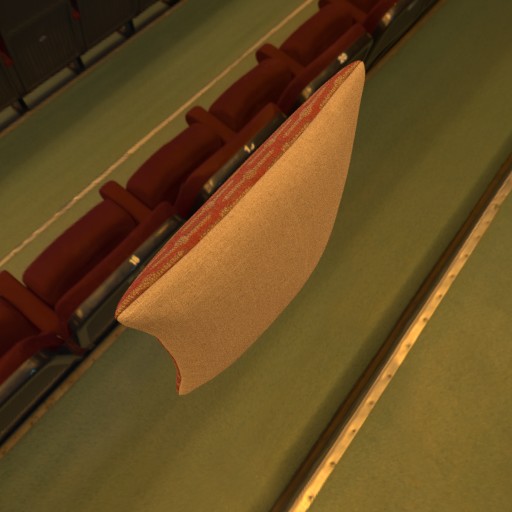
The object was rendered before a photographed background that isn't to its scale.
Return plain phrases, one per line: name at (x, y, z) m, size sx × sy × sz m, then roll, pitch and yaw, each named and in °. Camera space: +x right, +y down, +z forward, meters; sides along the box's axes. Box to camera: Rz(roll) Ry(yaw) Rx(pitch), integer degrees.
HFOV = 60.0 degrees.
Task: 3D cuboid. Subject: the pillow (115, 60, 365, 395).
pillow at (0.000, 0.000, 0.790) m, size 0.182 × 0.503 × 0.511 m, roll 35°, pitch 69°, yaw 16°
